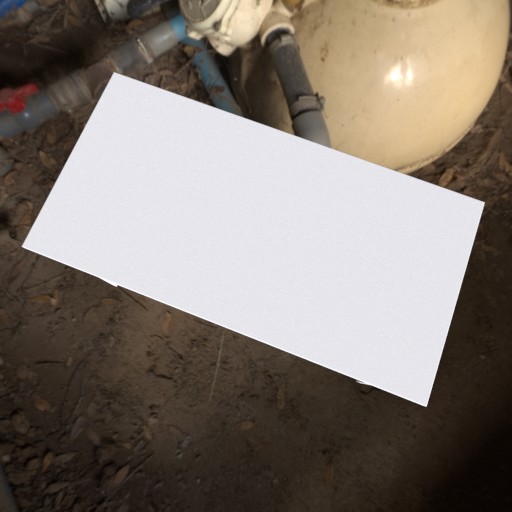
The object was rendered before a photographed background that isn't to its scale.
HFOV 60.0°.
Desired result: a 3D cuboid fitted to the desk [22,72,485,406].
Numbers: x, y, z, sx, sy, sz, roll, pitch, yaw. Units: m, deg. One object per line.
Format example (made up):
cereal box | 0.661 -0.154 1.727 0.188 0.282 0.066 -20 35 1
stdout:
desk | 0.000 0.000 1.530 1.100 0.730 0.560 21 77 5
